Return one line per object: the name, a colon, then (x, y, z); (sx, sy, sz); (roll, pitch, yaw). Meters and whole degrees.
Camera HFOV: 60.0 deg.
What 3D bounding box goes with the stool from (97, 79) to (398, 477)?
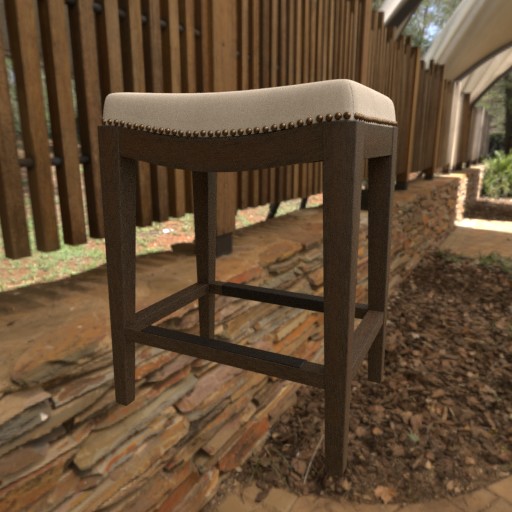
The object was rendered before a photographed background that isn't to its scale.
stool: (0.000, 0.000, 0.930); (0.500, 0.642, 0.361); (7, 16, 25)
